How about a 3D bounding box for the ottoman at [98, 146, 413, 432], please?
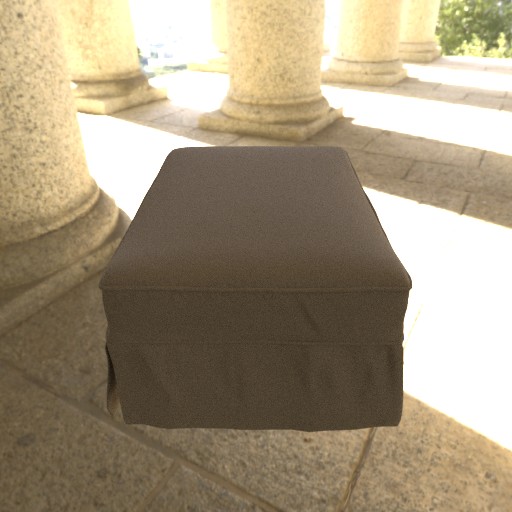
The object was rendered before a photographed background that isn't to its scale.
[{"bbox_3d":[0.000,0.000,1.353,0.721,0.482,0.959,0,31,0],"label":"ottoman"}]
